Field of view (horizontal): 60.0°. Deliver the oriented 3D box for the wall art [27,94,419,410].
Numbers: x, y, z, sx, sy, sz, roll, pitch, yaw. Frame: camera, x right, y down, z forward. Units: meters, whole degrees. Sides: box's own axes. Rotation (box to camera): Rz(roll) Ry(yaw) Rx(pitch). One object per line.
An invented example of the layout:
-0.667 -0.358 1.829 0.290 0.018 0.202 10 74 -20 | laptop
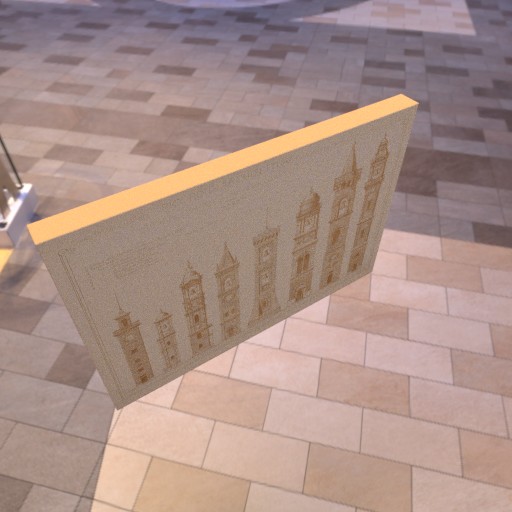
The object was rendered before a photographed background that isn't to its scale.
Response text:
0.000 0.000 0.765 0.609 0.407 0.039 -25 51 -22 | wall art
